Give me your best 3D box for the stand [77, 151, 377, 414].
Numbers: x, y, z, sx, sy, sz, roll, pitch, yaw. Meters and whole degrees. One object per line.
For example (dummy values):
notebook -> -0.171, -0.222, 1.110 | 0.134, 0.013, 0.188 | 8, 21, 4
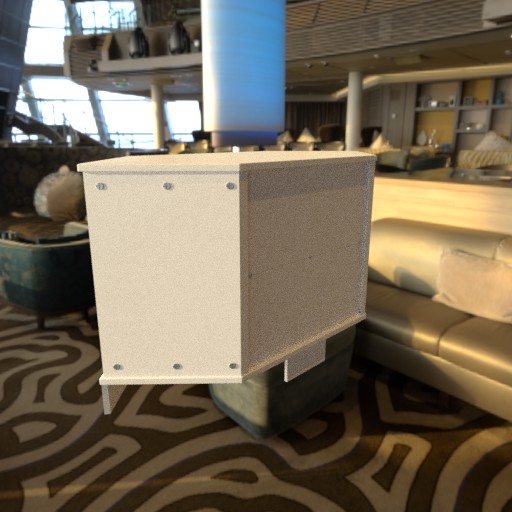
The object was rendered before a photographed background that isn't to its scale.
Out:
stand -> 0.000, 0.000, 1.387 | 1.072, 0.614, 0.477 | -15, 21, -43
